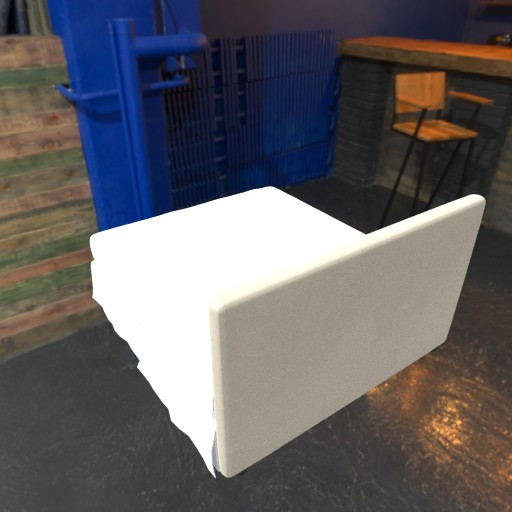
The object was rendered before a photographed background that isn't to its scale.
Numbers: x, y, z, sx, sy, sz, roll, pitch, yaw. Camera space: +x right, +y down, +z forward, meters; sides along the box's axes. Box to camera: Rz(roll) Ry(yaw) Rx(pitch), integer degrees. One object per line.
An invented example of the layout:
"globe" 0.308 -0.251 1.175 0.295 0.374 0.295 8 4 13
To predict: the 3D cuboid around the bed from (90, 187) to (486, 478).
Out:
"bed" 0.000 0.000 3.490 2.119 1.317 2.319 -20 36 -29
